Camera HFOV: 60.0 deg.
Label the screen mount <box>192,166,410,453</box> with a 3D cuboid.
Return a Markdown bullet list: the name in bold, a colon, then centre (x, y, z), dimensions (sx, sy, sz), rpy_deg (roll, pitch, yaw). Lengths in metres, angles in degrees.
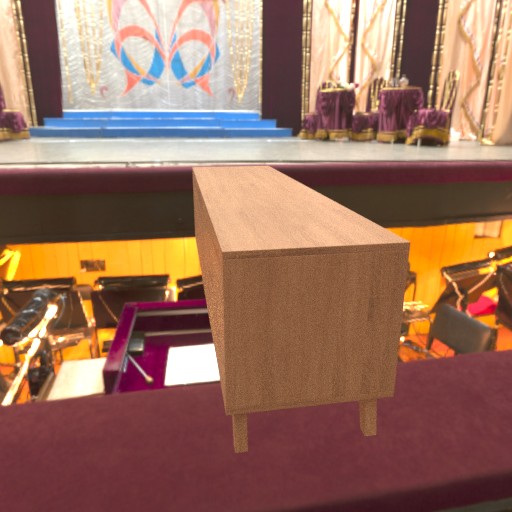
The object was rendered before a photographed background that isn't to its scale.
- **screen mount**: centre (0.000, 0.000, 1.686), dimensions (0.400, 0.510, 1.500), rpy_deg (-3, 18, -10)
